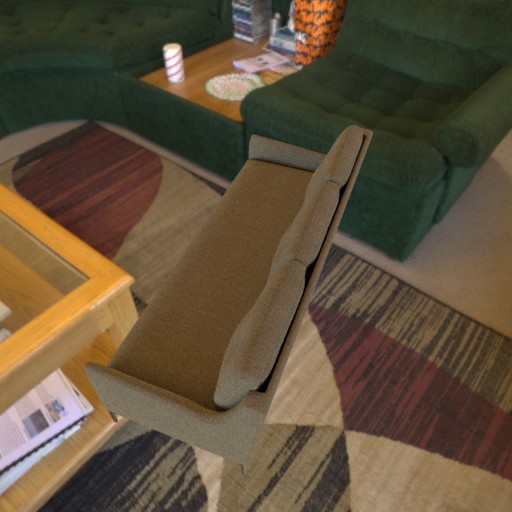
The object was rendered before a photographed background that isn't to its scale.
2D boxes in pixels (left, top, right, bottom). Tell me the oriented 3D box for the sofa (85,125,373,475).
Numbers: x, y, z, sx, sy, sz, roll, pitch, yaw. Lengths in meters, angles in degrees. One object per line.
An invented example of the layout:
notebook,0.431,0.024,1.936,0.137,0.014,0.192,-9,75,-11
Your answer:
sofa,0.000,0.000,2.557,0.849,0.837,2.060,16,48,14
